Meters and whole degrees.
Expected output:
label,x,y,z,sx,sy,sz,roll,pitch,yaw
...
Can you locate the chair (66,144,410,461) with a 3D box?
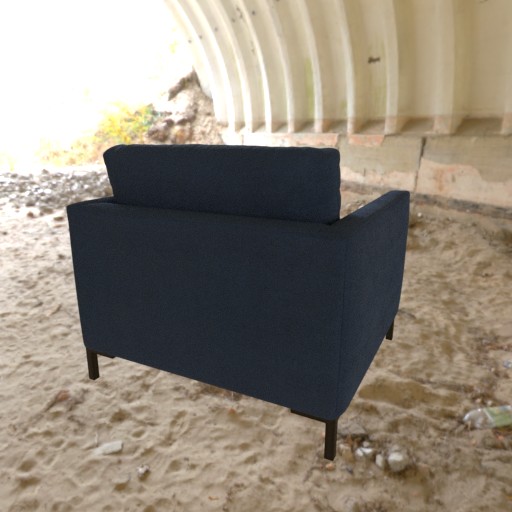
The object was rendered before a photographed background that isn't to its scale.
label,x,y,z,sx,sy,sz,roll,pitch,yaw
chair,0.000,0.000,1.634,0.964,0.812,0.875,8,17,26
